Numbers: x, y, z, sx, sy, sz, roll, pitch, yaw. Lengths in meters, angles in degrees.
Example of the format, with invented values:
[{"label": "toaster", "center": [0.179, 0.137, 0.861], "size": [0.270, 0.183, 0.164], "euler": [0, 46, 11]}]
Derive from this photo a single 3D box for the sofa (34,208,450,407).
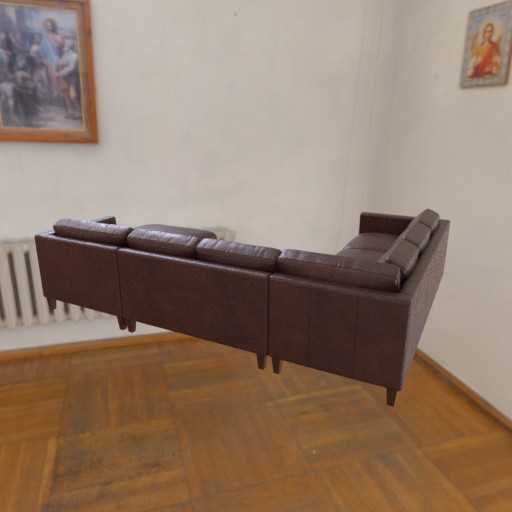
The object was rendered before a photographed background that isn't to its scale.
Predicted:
[{"label": "sofa", "center": [0.000, 0.000, 4.436], "size": [3.324, 0.891, 2.452], "euler": [9, 20, 26]}]
